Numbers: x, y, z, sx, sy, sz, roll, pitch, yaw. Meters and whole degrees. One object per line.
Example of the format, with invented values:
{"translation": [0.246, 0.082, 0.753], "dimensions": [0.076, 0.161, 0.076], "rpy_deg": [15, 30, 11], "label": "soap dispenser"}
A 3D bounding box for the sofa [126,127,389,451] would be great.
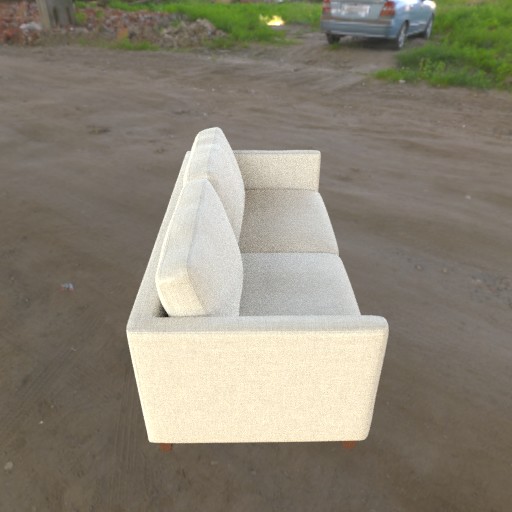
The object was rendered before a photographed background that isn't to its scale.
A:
{"translation": [0.000, 0.000, 2.437], "dimensions": [0.950, 0.963, 1.838], "rpy_deg": [0, 33, -1], "label": "sofa"}
